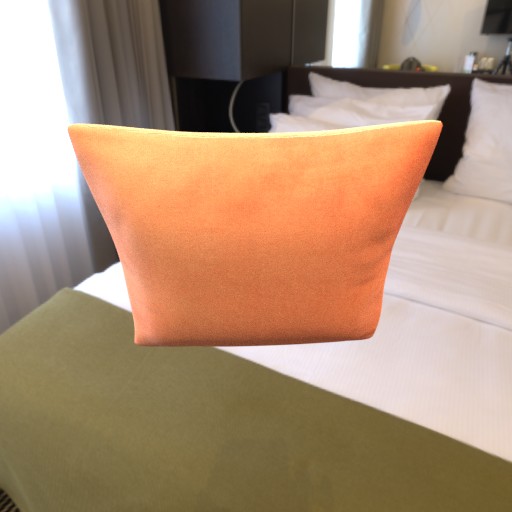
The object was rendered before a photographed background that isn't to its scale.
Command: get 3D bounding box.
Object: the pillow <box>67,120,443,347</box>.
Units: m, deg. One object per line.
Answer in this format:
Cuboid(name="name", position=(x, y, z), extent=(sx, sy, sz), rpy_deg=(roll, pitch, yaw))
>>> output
Cuboid(name="pillow", position=(0.000, 0.000, 0.641), extent=(0.424, 0.401, 0.177), rpy_deg=(-1, 29, -2))
